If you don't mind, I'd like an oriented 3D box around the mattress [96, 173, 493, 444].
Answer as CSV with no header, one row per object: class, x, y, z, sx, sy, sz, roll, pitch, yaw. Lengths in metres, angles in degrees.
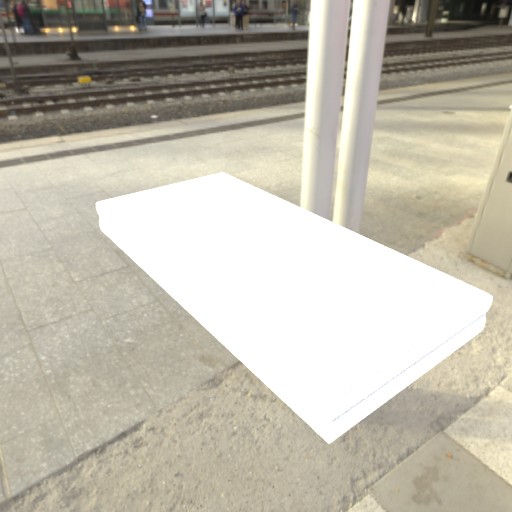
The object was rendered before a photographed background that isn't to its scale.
mattress,0.000,0.000,2.196,0.900,0.200,1.900,-20,35,-32
